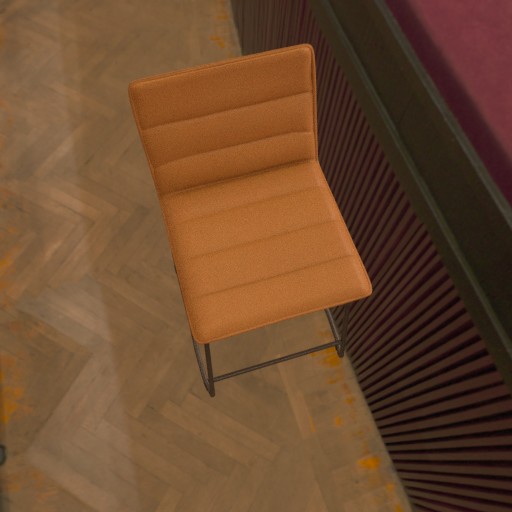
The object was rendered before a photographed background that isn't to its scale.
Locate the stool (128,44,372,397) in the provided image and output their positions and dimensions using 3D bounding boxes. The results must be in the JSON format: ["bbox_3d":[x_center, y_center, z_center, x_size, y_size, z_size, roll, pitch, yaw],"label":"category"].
[{"bbox_3d":[0.000,0.000,1.176,0.489,0.866,0.524,-15,67,-7],"label":"stool"}]
